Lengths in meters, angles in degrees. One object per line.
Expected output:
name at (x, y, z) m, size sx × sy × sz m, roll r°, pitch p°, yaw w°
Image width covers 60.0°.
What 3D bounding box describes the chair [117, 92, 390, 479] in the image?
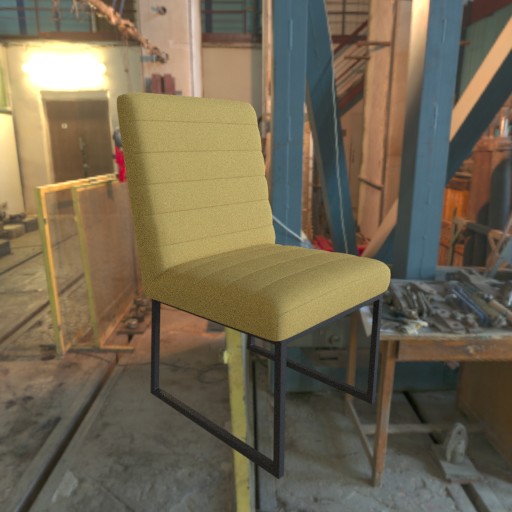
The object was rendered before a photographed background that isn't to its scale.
chair at (0.000, 0.000, 1.323) m, size 0.634 × 0.930 × 0.520 m, roll 13°, pitch 20°, yaw 42°
